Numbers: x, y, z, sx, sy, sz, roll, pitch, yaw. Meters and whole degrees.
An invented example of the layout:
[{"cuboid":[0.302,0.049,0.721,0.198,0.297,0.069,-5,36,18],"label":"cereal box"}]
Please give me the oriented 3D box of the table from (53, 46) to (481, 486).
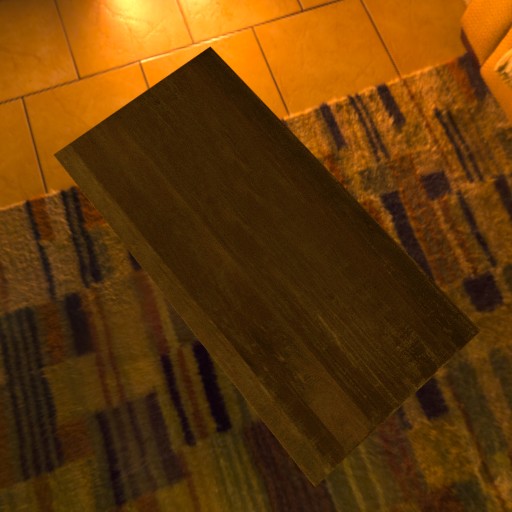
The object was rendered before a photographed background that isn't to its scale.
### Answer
[{"cuboid":[0.000,0.000,1.346,0.554,0.373,1.088,-39,79,-9],"label":"table"}]
